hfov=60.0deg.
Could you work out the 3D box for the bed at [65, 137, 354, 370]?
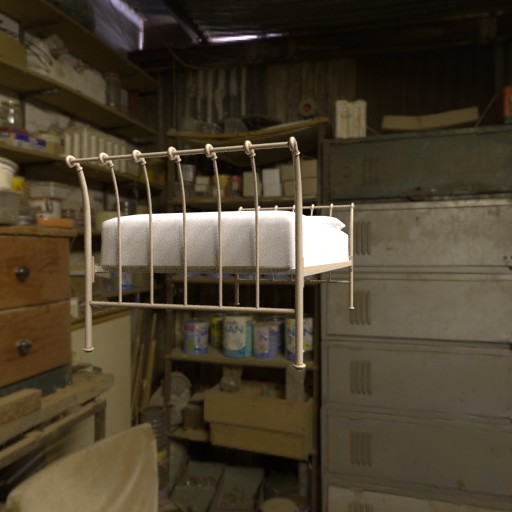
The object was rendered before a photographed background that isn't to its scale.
[{"bbox_3d":[0.000,0.000,2.798,1.032,0.873,2.228,0,0,18],"label":"bed"}]
